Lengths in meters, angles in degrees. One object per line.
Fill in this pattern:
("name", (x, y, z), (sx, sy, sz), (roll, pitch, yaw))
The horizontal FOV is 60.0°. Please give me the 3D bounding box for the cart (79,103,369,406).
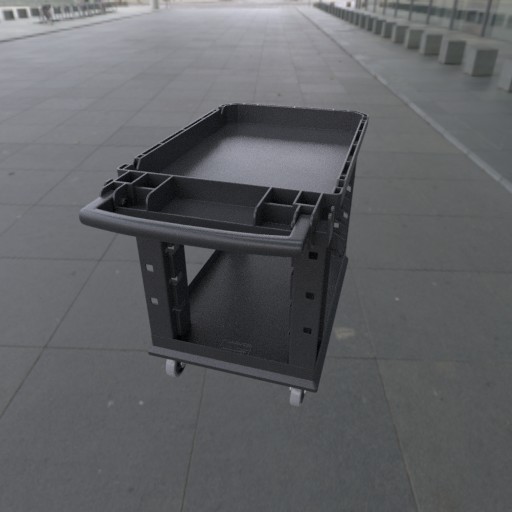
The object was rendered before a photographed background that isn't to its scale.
("cart", (0.000, 0.000, 1.750), (0.674, 0.884, 1.239), (9, 32, 14))
